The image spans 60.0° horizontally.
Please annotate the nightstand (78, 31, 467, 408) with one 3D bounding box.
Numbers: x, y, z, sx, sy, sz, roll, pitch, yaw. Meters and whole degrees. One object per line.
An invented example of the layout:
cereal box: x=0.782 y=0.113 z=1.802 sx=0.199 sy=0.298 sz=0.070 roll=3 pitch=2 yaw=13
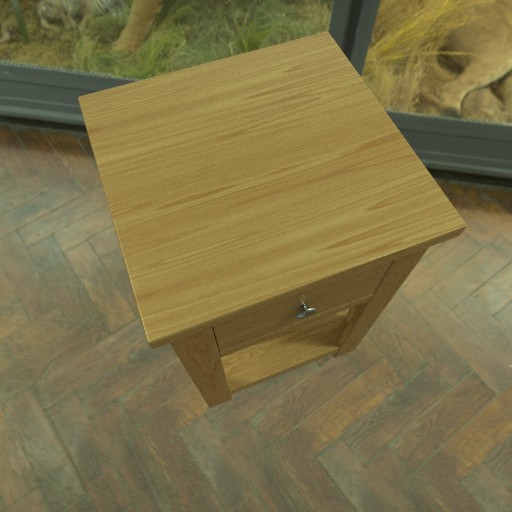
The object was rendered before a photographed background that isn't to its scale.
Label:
nightstand: x=0.000 y=0.000 z=0.900 sx=0.428 sy=0.614 sz=0.418 roll=-19 pitch=64 yaw=-10
